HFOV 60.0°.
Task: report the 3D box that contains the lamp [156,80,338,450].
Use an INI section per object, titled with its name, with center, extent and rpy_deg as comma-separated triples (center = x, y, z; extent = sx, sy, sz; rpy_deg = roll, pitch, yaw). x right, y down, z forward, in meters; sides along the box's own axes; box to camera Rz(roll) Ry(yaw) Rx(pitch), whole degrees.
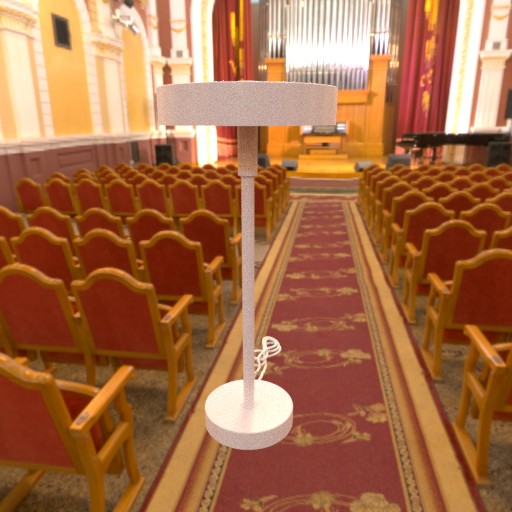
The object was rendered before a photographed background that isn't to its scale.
[lamp]
center = 0.000, 0.000, 0.706
extent = 0.229, 0.508, 0.369
rpy_deg = 3, 17, 9
